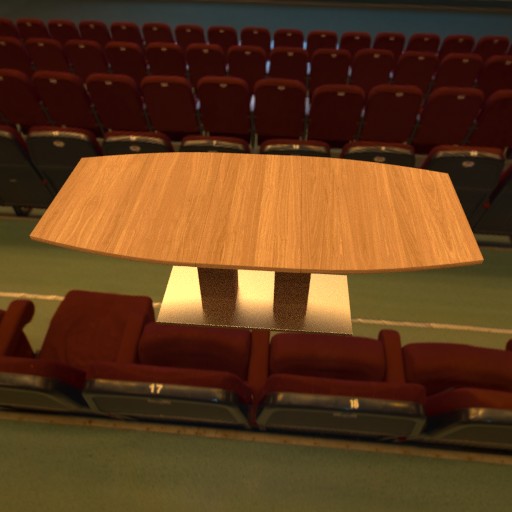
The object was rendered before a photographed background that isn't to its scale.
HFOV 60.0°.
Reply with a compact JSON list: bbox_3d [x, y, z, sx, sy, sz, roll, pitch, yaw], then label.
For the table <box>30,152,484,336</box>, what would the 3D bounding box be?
[{"bbox_3d":[0.000,0.000,2.476,2.032,0.750,0.900,3,44,3],"label":"table"}]
